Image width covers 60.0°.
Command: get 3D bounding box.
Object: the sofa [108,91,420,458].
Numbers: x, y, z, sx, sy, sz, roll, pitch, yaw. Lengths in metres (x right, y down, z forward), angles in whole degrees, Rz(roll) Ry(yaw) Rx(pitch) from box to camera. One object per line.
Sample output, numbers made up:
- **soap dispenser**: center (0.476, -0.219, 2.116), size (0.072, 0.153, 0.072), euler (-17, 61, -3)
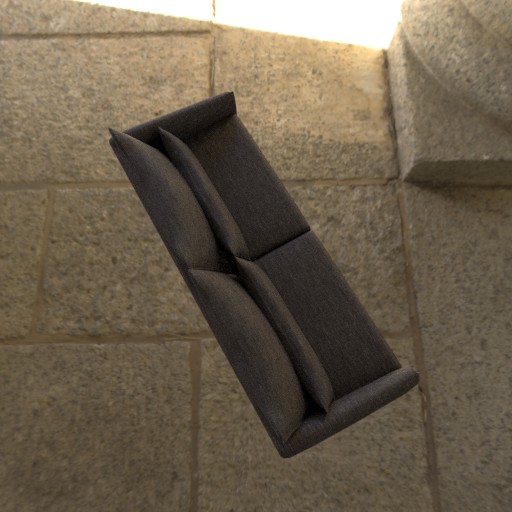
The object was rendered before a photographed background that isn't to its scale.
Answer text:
- **sofa**: center (0.000, 0.000, 2.450), size (0.807, 0.843, 2.019), euler (-29, 75, -8)
